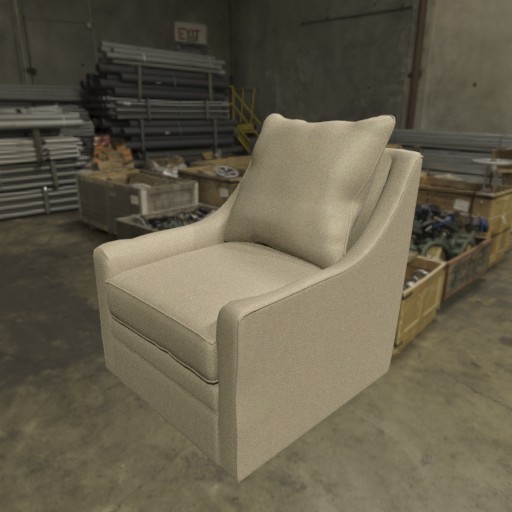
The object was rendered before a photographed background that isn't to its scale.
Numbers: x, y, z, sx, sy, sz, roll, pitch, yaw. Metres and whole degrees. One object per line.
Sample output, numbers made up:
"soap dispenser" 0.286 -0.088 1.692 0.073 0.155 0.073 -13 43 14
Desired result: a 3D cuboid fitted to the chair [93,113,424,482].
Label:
"chair" 0.000 0.000 1.556 0.876 0.942 0.760 -17 25 -41
